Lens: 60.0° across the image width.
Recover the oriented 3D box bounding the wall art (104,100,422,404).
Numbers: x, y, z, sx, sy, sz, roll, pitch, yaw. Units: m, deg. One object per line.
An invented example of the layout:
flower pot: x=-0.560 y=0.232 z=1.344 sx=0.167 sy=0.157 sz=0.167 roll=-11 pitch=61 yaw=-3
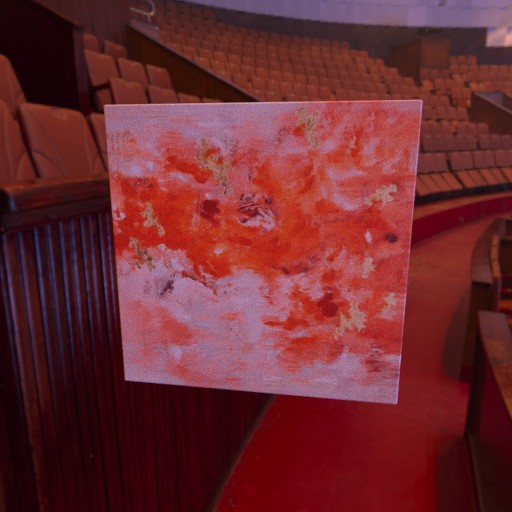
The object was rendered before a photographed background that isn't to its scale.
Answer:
wall art: x=0.000 y=0.000 z=1.143 sx=0.747 sy=0.746 sz=0.064 roll=2 pitch=14 yaw=9
